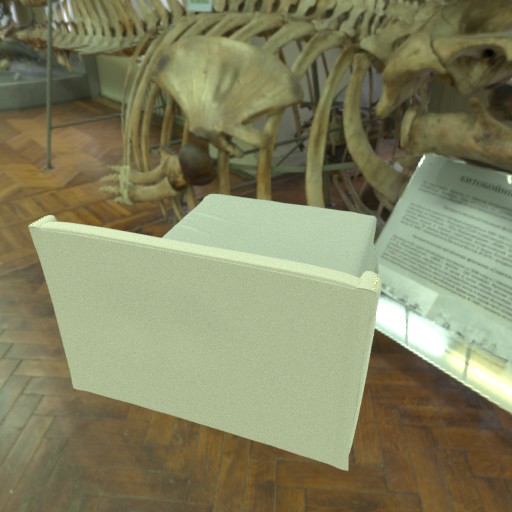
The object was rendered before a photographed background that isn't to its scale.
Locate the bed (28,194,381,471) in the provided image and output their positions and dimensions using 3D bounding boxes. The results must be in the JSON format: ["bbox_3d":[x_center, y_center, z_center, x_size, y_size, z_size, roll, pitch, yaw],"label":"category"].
[{"bbox_3d":[0.000,0.000,3.418,1.925,1.332,2.276,10,32,16],"label":"bed"}]
